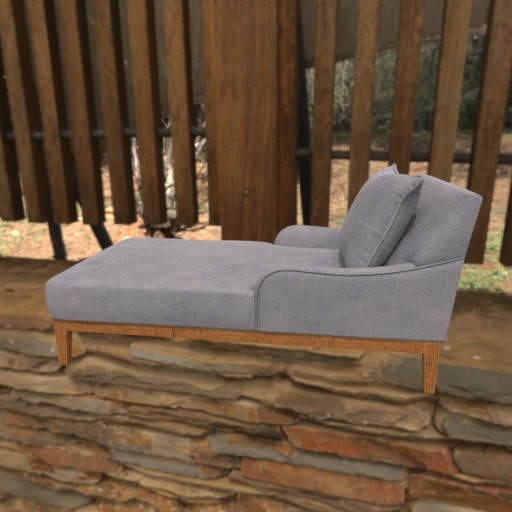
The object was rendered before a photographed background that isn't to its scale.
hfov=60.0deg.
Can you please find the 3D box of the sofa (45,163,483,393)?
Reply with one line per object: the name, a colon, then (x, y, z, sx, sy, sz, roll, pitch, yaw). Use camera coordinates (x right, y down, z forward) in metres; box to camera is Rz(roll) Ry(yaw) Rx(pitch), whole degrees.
sofa: (0.000, 0.000, 2.230, 1.779, 0.883, 0.904, 2, 15, 8)
